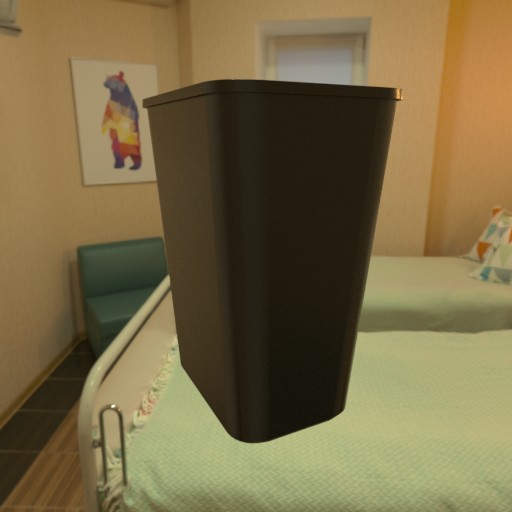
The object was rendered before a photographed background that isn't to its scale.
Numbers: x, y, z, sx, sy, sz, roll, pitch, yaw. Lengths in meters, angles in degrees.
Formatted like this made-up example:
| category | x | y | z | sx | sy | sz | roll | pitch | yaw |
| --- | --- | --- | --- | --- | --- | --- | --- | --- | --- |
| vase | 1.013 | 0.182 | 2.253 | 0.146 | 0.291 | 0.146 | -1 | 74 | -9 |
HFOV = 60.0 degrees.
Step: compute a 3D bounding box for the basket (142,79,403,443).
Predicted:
| category | x | y | z | sx | sy | sz | roll | pitch | yaw |
| --- | --- | --- | --- | --- | --- | --- | --- | --- | --- |
| basket | 0.000 | 0.000 | 0.764 | 0.287 | 0.521 | 0.394 | -8 | 17 | -26 |
